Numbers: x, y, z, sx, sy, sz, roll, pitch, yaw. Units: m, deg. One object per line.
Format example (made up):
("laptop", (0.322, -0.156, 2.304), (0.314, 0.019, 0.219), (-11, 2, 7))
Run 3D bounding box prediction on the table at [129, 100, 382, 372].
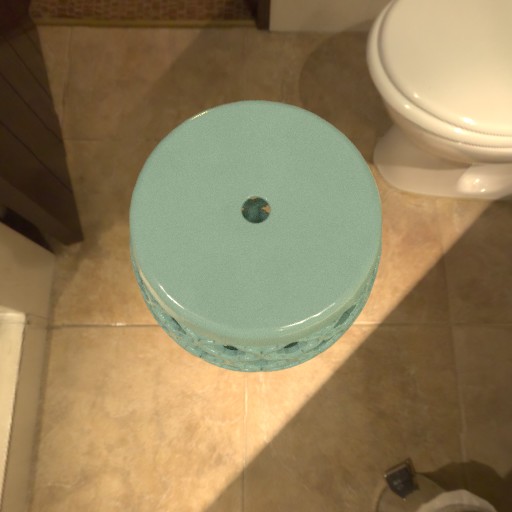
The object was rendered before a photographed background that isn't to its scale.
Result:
("table", (0.000, 0.000, 0.640), (0.325, 0.388, 0.325), (0, 76, 0))
